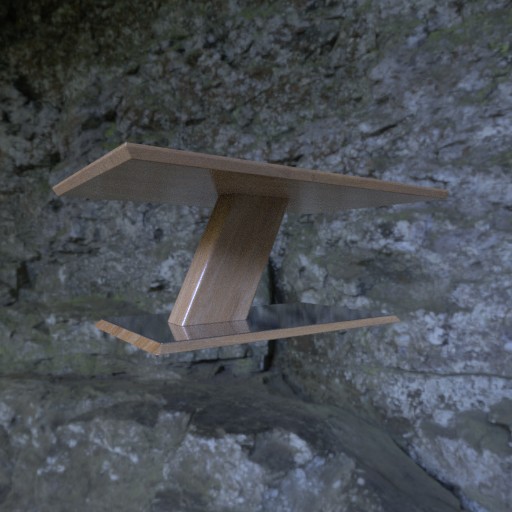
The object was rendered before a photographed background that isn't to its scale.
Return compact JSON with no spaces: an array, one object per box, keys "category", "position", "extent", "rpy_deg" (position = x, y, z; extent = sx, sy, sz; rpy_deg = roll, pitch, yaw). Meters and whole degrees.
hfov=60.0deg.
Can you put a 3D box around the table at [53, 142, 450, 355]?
[{"category":"table","position":[0.000,0.000,1.450],"extent":[1.100,0.441,0.692],"rpy_deg":[0,0,-35]}]
